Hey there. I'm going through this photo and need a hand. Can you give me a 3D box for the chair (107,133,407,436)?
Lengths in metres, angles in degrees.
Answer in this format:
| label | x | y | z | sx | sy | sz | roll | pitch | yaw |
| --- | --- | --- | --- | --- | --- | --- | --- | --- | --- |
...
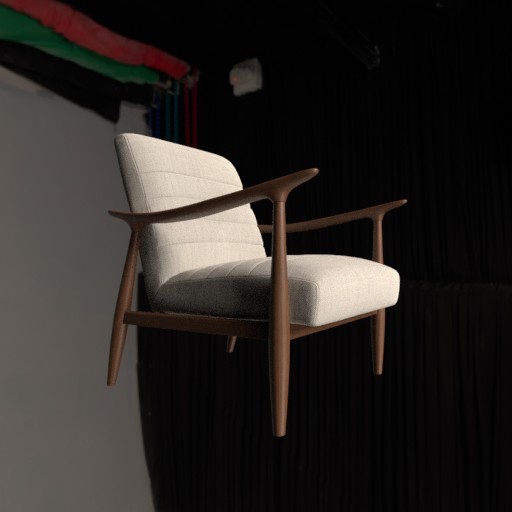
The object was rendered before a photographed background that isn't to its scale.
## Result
| label | x | y | z | sx | sy | sz | roll | pitch | yaw |
| --- | --- | --- | --- | --- | --- | --- | --- | --- | --- |
| chair | 0.000 | 0.000 | 1.472 | 0.798 | 0.832 | 0.741 | 0 | 0 | 35 |
